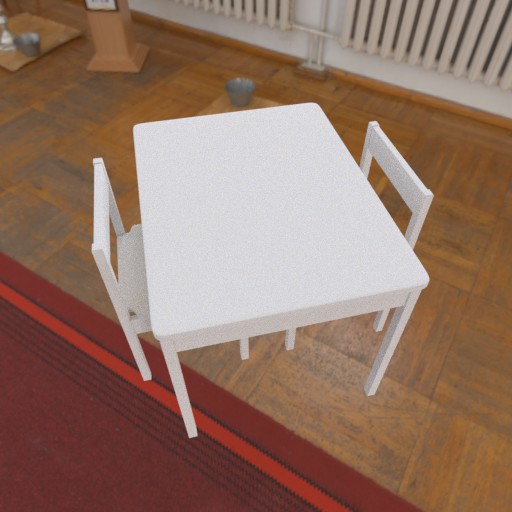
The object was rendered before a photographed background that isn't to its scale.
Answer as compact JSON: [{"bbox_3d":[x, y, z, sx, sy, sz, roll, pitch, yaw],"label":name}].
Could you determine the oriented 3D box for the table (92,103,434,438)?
[{"bbox_3d":[0.000,0.000,1.119,0.672,0.503,0.650,-10,49,-9],"label":"table"}]
